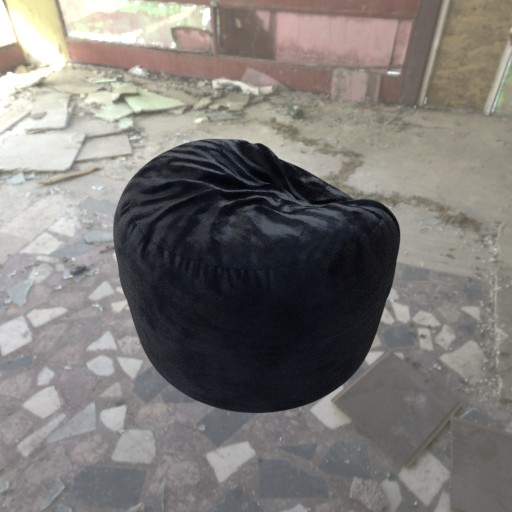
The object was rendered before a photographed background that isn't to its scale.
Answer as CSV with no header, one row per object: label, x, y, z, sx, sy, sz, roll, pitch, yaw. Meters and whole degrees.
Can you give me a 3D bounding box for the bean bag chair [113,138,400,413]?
bean bag chair,0.000,0.000,1.538,0.918,0.616,0.918,0,40,0
